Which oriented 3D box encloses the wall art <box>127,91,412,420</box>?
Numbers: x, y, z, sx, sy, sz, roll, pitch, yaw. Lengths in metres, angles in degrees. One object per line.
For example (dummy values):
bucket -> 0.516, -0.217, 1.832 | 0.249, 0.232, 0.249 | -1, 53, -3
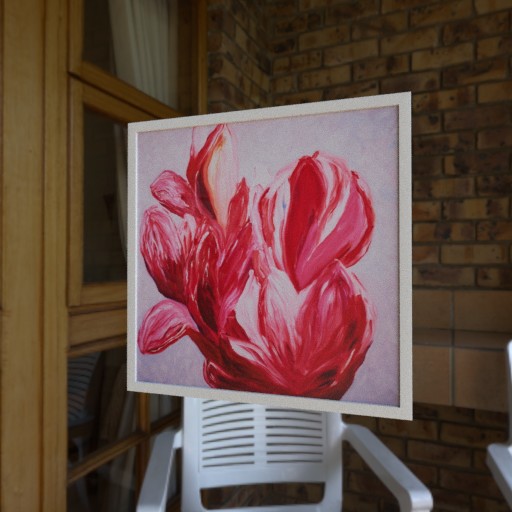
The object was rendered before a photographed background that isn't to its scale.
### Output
wall art -> 0.000, 0.000, 1.217 | 0.805, 0.803, 0.022 | 0, -1, 18
